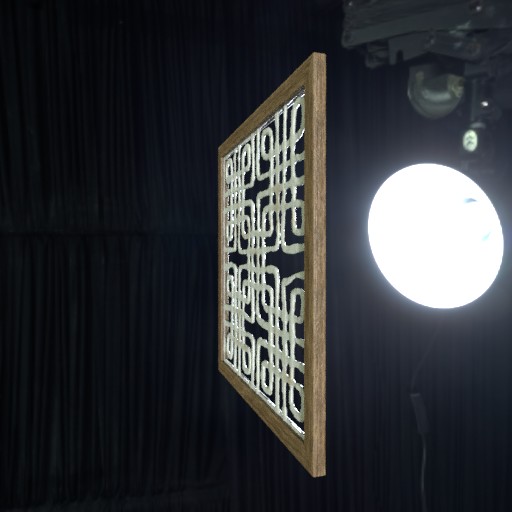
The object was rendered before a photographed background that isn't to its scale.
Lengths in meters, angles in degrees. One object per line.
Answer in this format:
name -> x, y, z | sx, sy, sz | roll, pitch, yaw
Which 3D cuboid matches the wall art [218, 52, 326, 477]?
wall art -> 0.000, 0.000, 0.853 | 0.021, 0.582, 0.561 | 0, 1, -18
